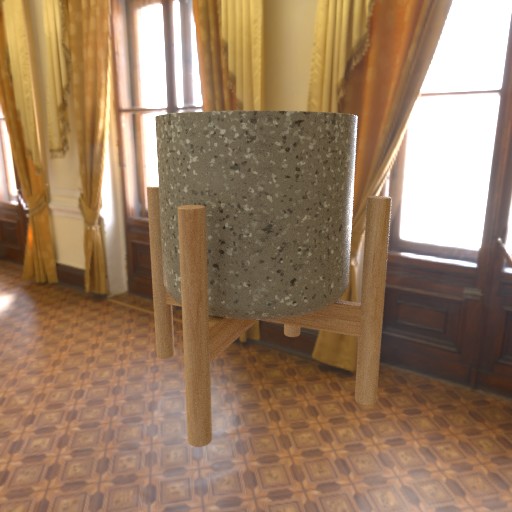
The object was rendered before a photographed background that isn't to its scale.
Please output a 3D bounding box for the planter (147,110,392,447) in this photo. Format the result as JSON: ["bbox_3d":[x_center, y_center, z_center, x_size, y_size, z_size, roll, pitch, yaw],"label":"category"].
[{"bbox_3d":[0.000,0.000,0.536,0.284,0.320,0.284,-13,19,-42],"label":"planter"}]
